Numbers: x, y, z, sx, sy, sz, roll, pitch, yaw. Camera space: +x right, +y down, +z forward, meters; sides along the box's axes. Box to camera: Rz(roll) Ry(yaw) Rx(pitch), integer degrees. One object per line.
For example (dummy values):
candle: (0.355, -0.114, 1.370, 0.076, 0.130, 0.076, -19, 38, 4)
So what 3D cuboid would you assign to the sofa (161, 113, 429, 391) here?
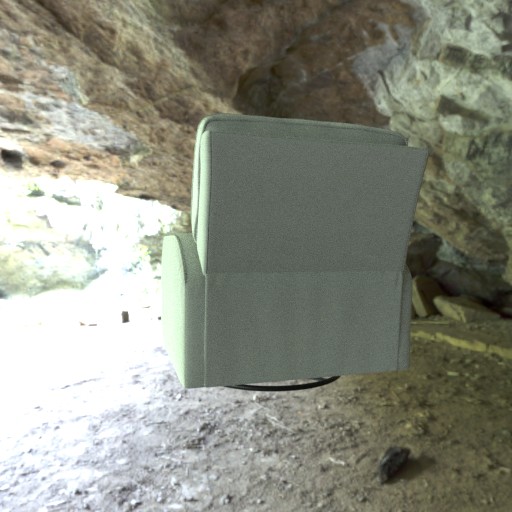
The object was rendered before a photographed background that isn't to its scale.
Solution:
sofa: (0.000, 0.000, 2.053, 0.861, 0.959, 1.472, 0, 0, -17)
